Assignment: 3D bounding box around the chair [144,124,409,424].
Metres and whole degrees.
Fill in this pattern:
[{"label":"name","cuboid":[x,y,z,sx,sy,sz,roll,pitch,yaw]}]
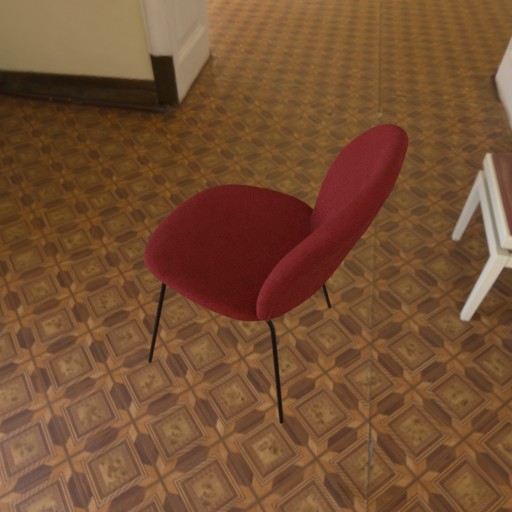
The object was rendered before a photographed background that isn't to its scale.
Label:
[{"label":"chair","cuboid":[0.000,0.000,1.165,0.587,0.791,0.458,18,50,16]}]
